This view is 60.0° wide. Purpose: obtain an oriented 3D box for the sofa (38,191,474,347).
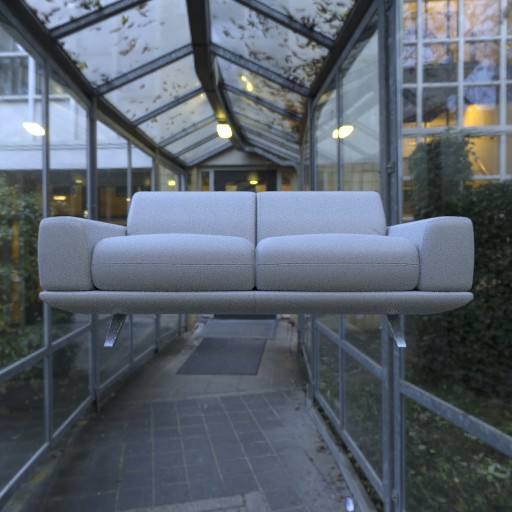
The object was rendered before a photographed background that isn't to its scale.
[{"bbox_3d":[0.000,0.000,2.330,1.901,0.772,0.900,0,1,1],"label":"sofa"}]
